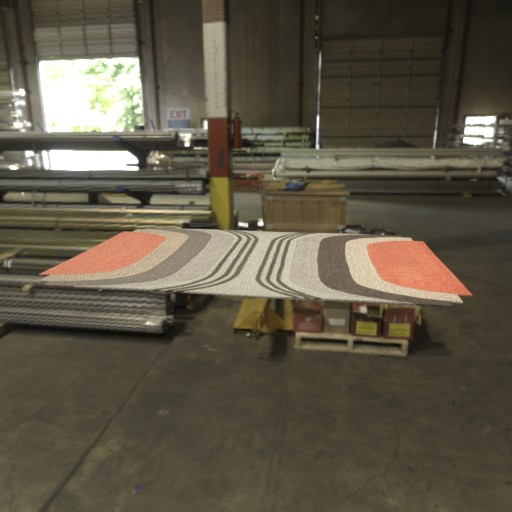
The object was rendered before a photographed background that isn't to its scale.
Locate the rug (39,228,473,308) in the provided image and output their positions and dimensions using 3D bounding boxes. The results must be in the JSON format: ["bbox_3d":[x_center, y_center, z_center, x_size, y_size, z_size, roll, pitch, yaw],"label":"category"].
[{"bbox_3d":[0.000,0.000,3.030,2.446,0.017,1.530,2,16,8],"label":"rug"}]
